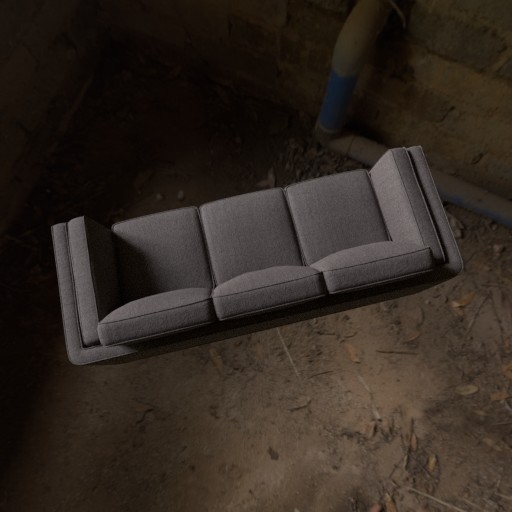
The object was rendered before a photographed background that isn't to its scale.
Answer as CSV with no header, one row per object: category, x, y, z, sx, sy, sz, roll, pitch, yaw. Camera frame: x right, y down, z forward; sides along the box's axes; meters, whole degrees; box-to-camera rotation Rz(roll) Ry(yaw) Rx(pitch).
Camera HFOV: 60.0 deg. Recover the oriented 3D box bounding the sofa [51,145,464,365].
sofa,0.000,0.000,2.863,2.362,0.899,0.903,-13,76,-3
